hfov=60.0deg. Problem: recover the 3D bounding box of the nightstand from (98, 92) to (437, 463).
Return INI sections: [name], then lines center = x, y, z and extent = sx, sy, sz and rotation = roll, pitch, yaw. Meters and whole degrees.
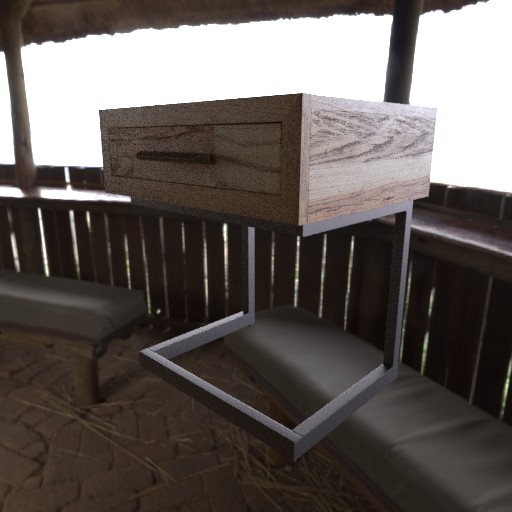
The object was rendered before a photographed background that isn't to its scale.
[nightstand]
center = 0.000, 0.000, 0.996
extent = 0.558, 0.632, 0.481
rotation = 14, 20, 42
